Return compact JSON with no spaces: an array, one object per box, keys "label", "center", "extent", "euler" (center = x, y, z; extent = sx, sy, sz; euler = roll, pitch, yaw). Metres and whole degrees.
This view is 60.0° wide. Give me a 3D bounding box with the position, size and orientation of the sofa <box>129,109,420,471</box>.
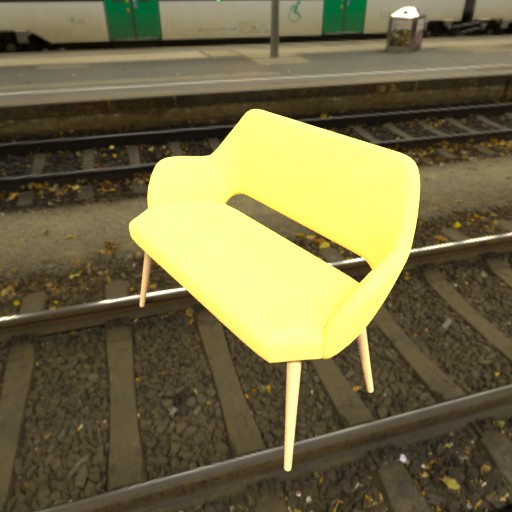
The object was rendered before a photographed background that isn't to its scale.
[{"label":"sofa","center":[0.000,0.000,1.627],"extent":[0.610,0.840,1.150],"euler":[-22,38,-31]}]
